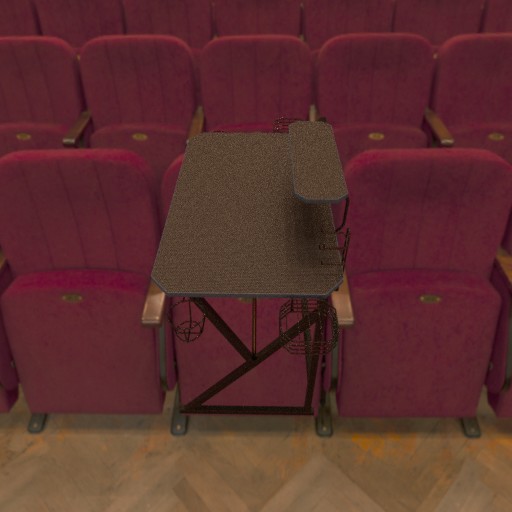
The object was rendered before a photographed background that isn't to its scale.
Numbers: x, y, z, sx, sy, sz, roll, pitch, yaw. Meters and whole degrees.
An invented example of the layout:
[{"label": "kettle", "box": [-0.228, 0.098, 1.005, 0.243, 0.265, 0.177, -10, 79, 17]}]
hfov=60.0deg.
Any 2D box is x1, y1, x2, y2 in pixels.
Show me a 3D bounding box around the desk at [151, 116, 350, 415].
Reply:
[{"label": "desk", "box": [0.000, 0.000, 1.790, 0.594, 0.909, 1.295, 1, 42, 1]}]
